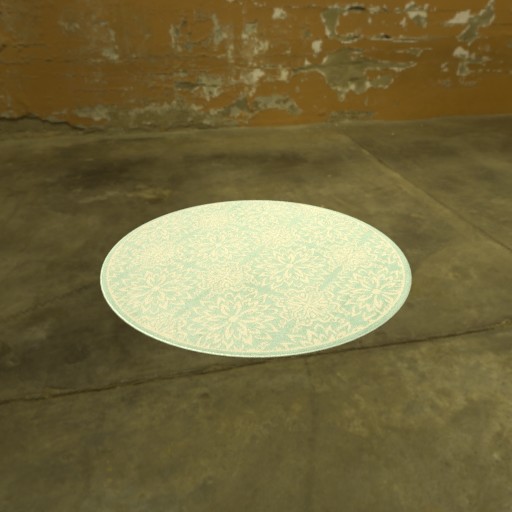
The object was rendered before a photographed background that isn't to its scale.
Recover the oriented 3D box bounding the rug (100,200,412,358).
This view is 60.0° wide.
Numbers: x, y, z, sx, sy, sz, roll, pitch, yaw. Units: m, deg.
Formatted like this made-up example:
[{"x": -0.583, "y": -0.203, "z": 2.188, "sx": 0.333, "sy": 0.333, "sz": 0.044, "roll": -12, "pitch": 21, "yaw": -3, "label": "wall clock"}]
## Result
[{"x": 0.000, "y": 0.000, "z": 2.370, "sx": 1.593, "sy": 0.012, "sz": 1.593, "roll": 0, "pitch": 29, "yaw": 0, "label": "rug"}]
